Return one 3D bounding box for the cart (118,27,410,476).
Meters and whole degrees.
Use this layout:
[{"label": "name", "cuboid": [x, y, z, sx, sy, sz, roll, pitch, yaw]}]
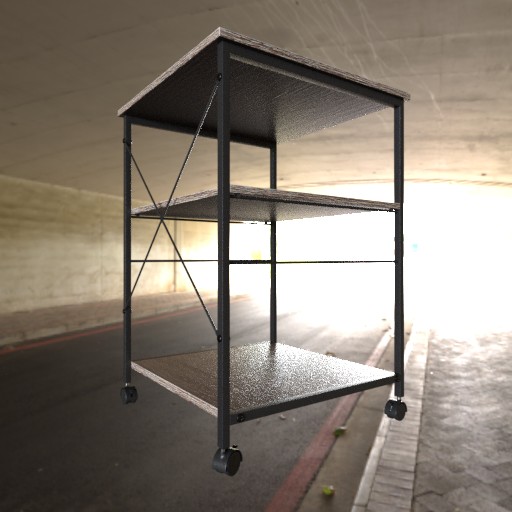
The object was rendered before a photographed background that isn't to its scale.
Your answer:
[{"label": "cart", "cuboid": [0.000, 0.000, 1.100, 0.520, 0.762, 0.521, 0, 0, -35]}]
